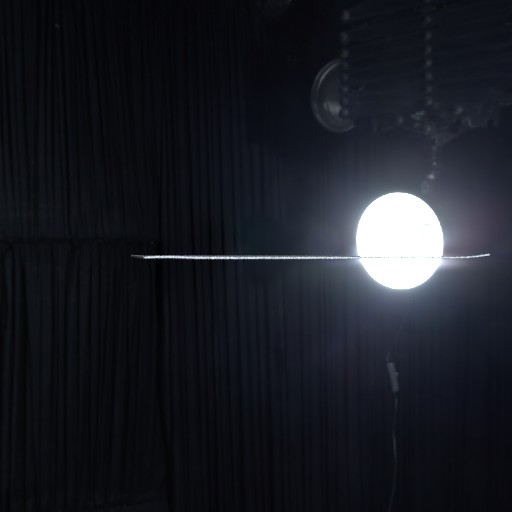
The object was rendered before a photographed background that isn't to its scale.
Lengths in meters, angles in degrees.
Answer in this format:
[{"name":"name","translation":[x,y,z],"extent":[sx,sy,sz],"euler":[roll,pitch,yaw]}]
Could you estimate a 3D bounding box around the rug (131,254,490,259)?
[{"name":"rug","translation":[0.000,0.000,2.282],"extent":[1.209,0.019,1.828],"euler":[0,0,-17]}]
